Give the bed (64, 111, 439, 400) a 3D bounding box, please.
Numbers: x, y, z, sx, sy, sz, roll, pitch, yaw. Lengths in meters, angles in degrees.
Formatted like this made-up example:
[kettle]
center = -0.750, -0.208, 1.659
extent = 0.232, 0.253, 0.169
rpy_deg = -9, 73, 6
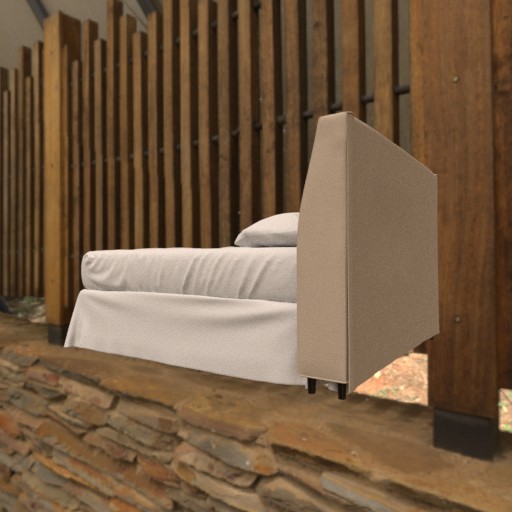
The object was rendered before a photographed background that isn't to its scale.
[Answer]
[bed]
center = 0.000, 0.000, 3.387
extent = 2.276, 1.332, 1.925
rpy_deg = 0, 0, 34
